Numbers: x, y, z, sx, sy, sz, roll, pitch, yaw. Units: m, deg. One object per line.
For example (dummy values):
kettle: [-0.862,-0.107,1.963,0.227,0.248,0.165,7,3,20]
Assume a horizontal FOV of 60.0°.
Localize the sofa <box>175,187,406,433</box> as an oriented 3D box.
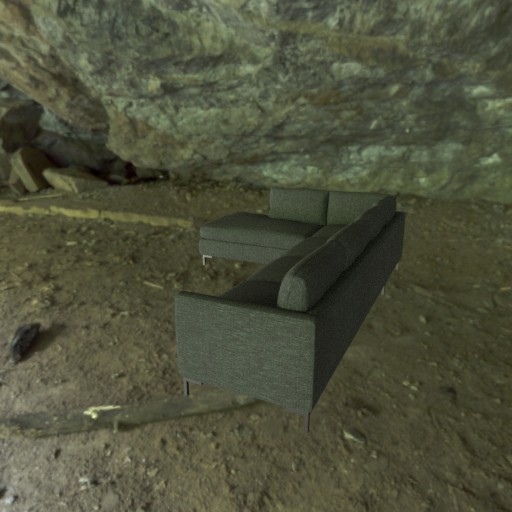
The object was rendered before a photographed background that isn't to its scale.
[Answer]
sofa: [0.000,0.000,3.738,2.007,0.815,2.949,8,18,25]
